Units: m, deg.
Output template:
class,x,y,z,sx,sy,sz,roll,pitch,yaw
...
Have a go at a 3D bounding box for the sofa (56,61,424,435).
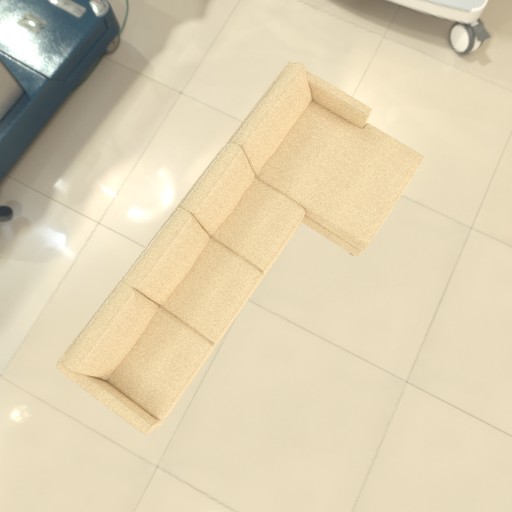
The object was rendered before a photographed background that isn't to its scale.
class,x,y,z,sx,sy,sz,roll,pitch,yaw
sofa,0.000,0.000,4.047,1.603,0.954,3.471,34,78,8
